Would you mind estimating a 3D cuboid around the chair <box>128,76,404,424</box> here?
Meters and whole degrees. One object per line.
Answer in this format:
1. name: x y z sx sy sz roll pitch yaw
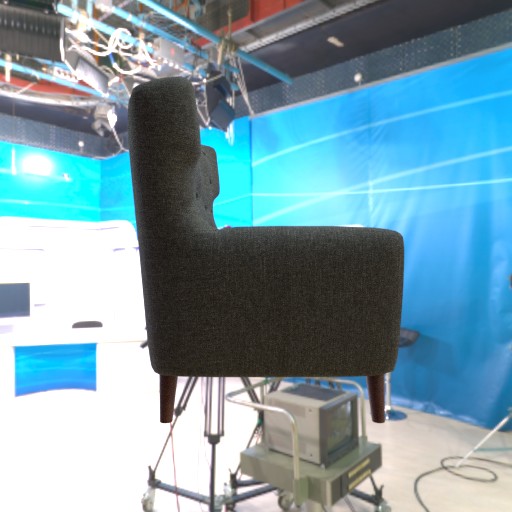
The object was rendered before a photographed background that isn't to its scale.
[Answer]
1. chair: 0.000 0.000 1.721 0.904 1.063 0.878 0 -1 0
